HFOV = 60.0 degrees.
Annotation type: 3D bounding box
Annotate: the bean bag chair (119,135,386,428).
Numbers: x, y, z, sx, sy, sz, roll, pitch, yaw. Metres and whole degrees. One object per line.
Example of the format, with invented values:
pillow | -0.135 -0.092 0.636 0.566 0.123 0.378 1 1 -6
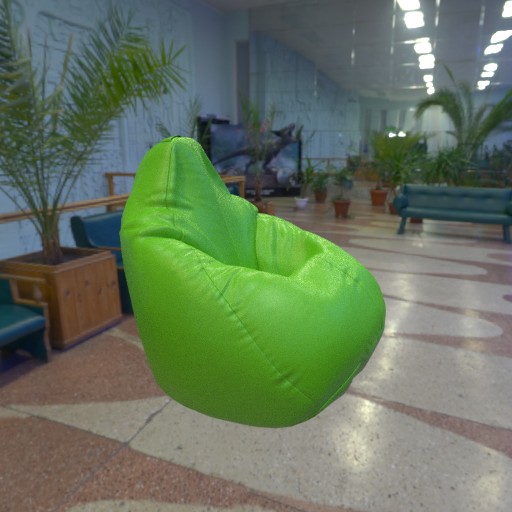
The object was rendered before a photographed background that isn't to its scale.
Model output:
bean bag chair | 0.000 0.000 1.867 1.070 0.990 1.070 7 16 25
